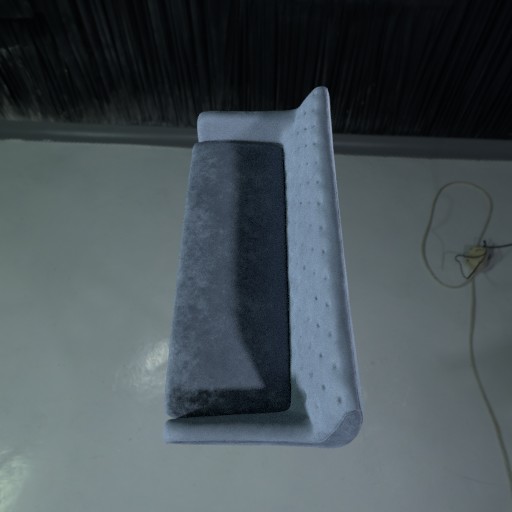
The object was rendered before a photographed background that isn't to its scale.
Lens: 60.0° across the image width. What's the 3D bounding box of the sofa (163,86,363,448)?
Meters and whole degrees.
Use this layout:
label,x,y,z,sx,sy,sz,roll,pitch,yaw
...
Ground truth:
label,x,y,z,sx,sy,sz,roll,pitch,yaw
sofa,0.000,0.000,2.442,0.841,0.832,1.975,1,59,0
